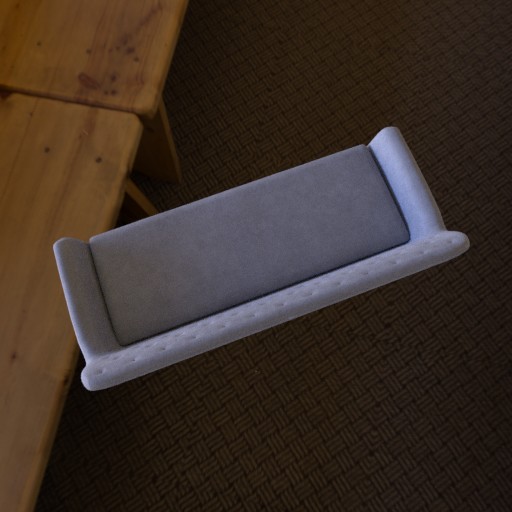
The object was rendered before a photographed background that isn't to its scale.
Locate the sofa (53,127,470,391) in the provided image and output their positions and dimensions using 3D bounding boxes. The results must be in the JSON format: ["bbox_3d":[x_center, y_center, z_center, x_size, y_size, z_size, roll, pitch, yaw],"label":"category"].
[{"bbox_3d":[0.000,0.000,2.431,1.970,0.830,0.830,-20,76,-5],"label":"sofa"}]
